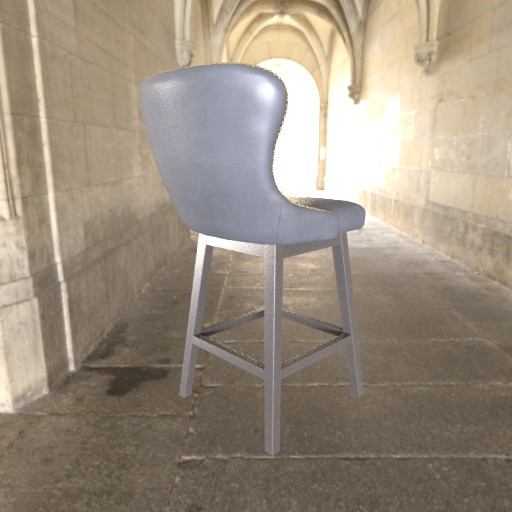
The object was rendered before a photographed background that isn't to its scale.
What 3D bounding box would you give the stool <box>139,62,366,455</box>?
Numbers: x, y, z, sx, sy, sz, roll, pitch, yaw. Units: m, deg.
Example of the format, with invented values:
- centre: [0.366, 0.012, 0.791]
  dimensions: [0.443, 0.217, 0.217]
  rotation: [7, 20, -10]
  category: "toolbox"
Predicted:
- centre: [0.000, 0.000, 1.318]
  dimensions: [0.593, 0.971, 0.528]
  rotation: [-13, 18, -43]
  category: "stool"
